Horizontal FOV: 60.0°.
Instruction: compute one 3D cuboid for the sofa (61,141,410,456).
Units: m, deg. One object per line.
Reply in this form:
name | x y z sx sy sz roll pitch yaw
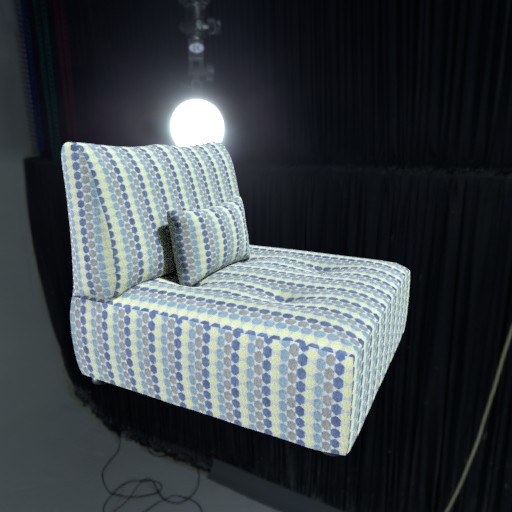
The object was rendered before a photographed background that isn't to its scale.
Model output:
sofa | 0.000 0.000 1.662 1.000 0.830 0.930 7 16 26
